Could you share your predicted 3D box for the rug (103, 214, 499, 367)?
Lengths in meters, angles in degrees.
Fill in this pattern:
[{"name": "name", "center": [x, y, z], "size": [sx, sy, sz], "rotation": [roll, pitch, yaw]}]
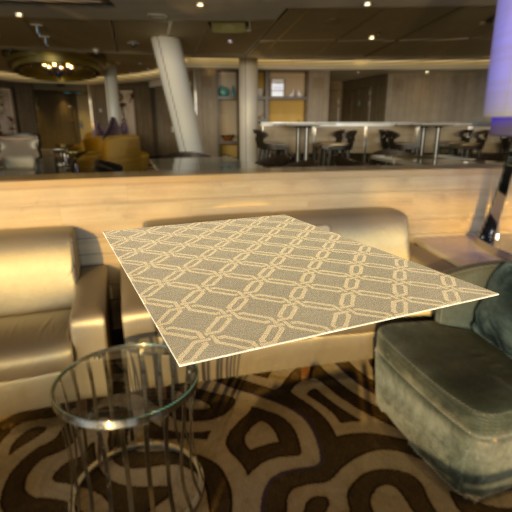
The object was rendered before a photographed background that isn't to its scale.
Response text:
[{"name": "rug", "center": [0.000, 0.000, 4.267], "size": [2.438, 0.013, 3.353], "rotation": [-8, 18, -24]}]
